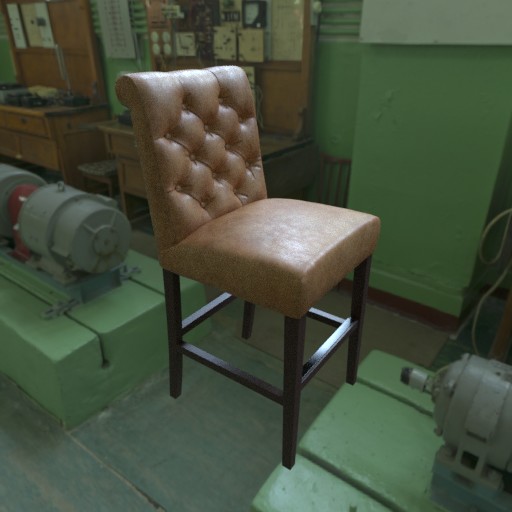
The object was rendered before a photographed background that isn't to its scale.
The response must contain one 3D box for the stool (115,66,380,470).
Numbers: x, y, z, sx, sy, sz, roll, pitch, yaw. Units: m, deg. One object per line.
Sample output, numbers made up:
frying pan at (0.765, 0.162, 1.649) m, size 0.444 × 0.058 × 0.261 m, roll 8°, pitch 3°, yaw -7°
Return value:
stool at (0.000, 0.000, 1.366) m, size 0.601 × 1.047 × 0.493 m, roll 18°, pitch 32°, yaw 32°
